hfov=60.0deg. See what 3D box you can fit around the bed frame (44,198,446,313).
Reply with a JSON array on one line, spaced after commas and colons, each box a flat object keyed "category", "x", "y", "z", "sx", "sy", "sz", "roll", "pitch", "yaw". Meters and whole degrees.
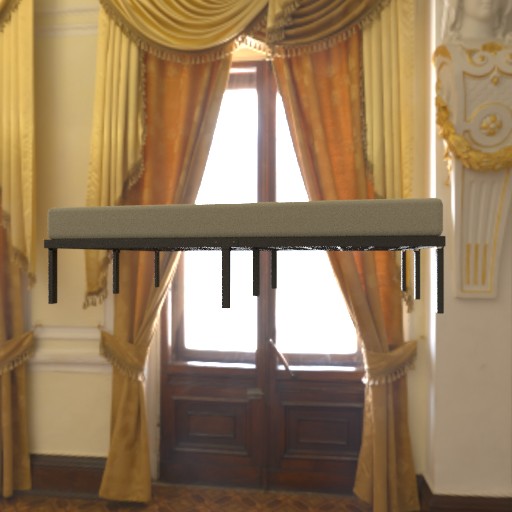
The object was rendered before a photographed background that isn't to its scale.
[{"category": "bed frame", "x": 0.000, "y": 0.000, "z": 3.747, "sx": 2.842, "sy": 0.680, "sz": 2.205, "roll": 0, "pitch": 0, "yaw": 19}]
